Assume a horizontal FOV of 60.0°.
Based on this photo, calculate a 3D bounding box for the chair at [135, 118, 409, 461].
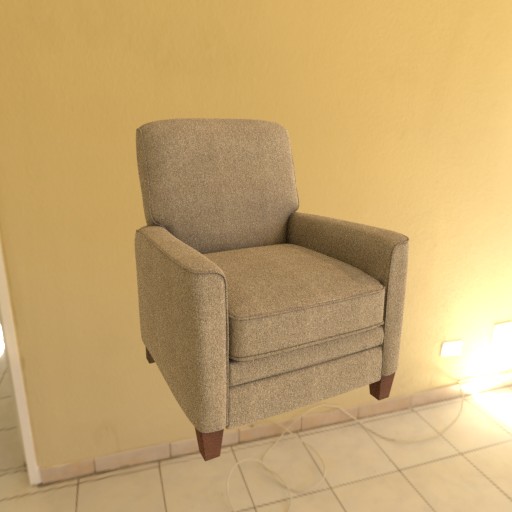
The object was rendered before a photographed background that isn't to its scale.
[{"bbox_3d":[0.000,0.000,1.707,0.841,1.028,0.858,-8,18,-26],"label":"chair"}]
